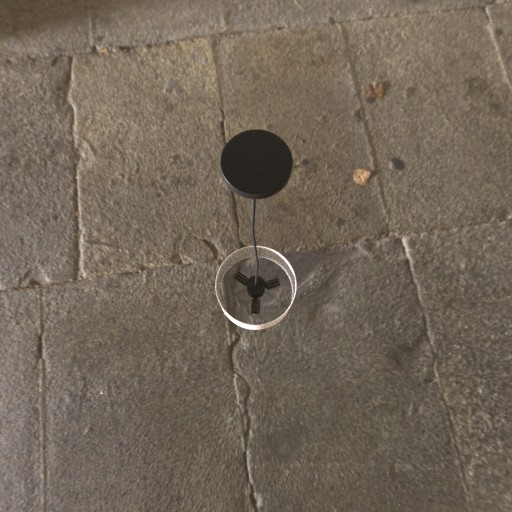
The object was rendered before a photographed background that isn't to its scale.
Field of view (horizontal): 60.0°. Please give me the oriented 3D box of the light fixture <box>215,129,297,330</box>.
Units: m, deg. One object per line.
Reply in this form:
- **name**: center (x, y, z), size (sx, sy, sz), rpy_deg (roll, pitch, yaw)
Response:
- **light fixture**: center (0.000, 0.000, 1.648), size (0.399, 1.516, 0.399), rpy_deg (0, 75, 0)
